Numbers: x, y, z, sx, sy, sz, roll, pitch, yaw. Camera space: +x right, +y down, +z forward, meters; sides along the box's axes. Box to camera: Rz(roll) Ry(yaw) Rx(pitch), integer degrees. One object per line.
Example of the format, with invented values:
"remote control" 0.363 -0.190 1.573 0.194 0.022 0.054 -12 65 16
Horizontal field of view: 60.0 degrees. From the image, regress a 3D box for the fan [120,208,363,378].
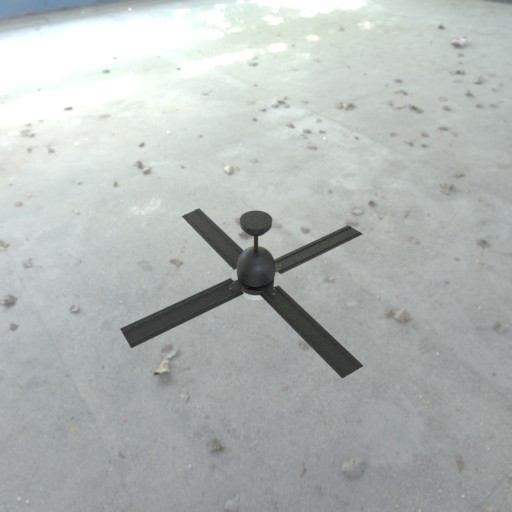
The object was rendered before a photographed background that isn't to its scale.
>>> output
"fan" 0.000 0.000 2.040 1.319 0.410 1.319 -25 46 -27
